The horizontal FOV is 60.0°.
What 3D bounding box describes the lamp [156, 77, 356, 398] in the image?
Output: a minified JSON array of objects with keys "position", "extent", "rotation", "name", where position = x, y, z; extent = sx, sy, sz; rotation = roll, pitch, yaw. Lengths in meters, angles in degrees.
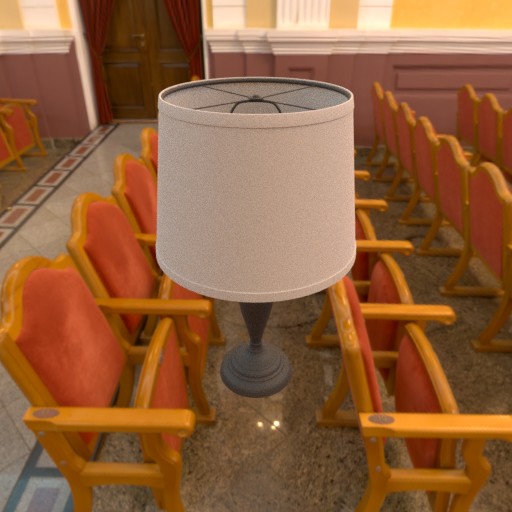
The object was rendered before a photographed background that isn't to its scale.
[{"position":[0.000,0.000,0.711],"extent":[0.310,0.501,0.310],"rotation":[0,31,0],"name":"lamp"}]
